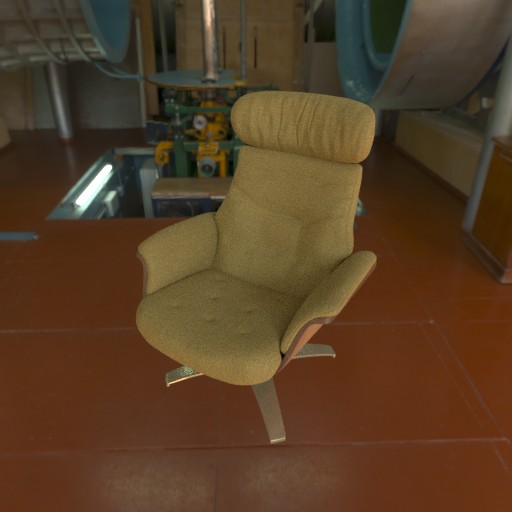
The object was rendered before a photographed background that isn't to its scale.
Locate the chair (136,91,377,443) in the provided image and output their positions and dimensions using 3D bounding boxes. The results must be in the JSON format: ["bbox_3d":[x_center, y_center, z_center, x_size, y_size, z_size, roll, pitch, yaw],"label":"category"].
[{"bbox_3d":[0.000,0.000,1.567,0.785,0.995,0.837,17,34,28],"label":"chair"}]
